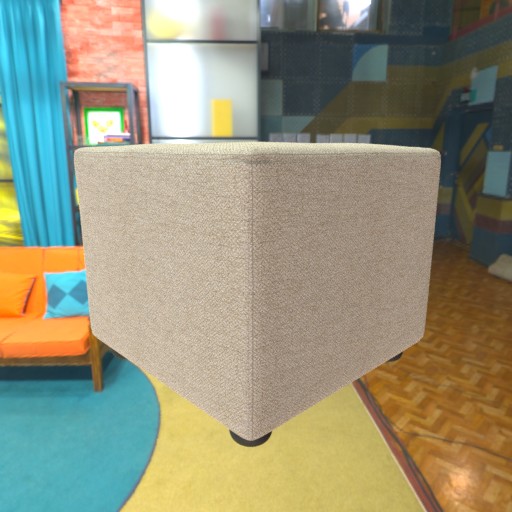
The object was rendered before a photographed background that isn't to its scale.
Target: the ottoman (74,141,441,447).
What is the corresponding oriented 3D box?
[{"bbox_3d":[0.000,0.000,0.874,0.508,0.432,0.508,-13,18,-42],"label":"ottoman"}]
